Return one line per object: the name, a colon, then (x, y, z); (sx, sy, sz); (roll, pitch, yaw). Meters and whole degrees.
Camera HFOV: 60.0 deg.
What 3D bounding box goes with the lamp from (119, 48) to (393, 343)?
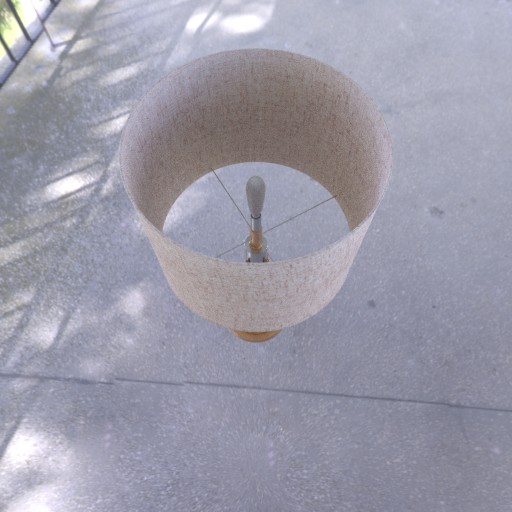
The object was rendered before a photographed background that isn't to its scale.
lamp: (0.000, 0.000, 0.796); (0.321, 0.610, 0.321); (15, 65, 7)
